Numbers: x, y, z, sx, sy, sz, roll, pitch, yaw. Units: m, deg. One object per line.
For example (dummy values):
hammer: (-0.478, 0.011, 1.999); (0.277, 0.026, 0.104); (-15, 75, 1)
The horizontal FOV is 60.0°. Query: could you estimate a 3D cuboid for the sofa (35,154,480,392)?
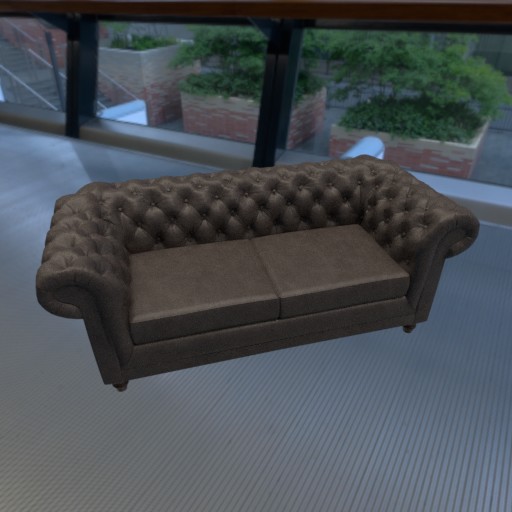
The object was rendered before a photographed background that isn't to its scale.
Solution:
sofa: (0.000, 0.000, 2.459); (2.048, 0.779, 0.944); (-8, 33, -13)
